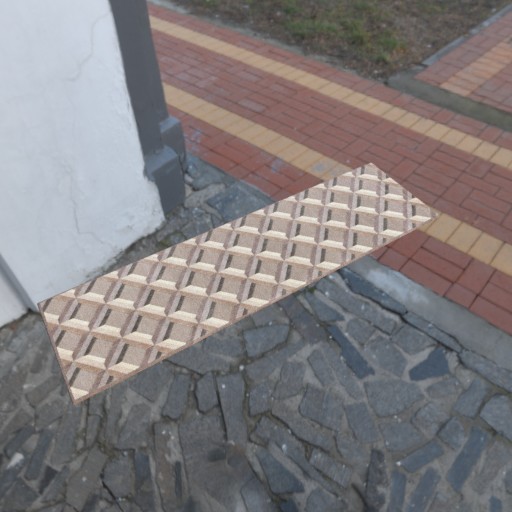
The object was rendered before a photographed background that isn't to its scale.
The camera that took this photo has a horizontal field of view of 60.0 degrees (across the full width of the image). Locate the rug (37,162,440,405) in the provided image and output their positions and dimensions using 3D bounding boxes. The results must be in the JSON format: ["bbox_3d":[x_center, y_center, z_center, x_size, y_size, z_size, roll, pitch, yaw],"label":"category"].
[{"bbox_3d":[0.000,0.000,2.689,2.437,0.013,0.685,-25,53,-20],"label":"rug"}]
